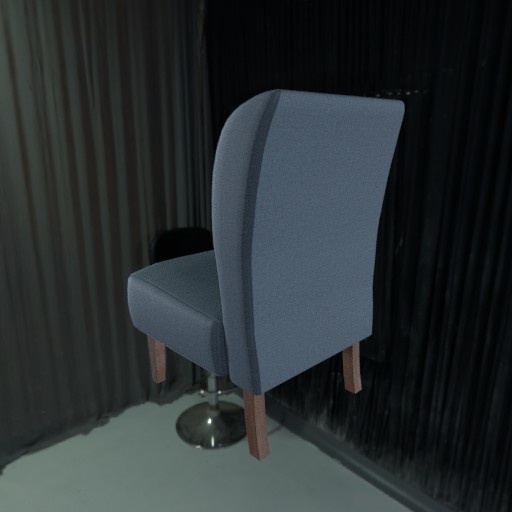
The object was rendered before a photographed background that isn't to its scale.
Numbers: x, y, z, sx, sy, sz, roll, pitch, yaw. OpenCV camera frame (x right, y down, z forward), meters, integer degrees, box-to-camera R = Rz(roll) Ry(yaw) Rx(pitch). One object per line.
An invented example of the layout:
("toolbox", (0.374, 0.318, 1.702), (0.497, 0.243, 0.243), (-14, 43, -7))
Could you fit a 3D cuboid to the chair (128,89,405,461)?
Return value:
("chair", (0.000, 0.000, 1.222), (0.513, 0.804, 0.592), (-15, 21, -42))
